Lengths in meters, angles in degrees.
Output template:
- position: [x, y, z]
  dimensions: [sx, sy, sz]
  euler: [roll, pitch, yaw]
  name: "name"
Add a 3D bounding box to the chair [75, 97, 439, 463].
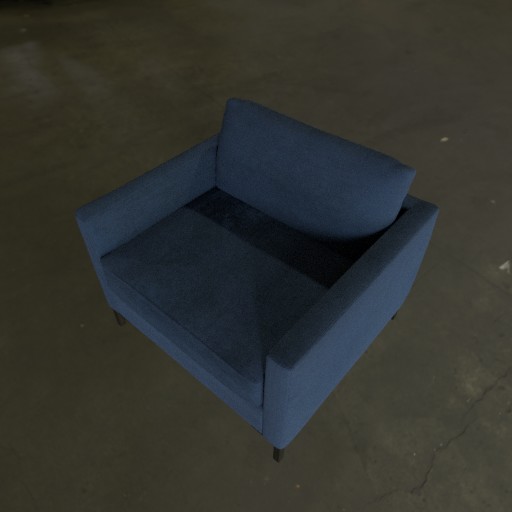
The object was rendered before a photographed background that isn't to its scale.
- position: [0.000, 0.000, 1.654]
  dimensions: [0.964, 0.812, 0.875]
  euler: [31, 53, 28]
  name: "chair"
